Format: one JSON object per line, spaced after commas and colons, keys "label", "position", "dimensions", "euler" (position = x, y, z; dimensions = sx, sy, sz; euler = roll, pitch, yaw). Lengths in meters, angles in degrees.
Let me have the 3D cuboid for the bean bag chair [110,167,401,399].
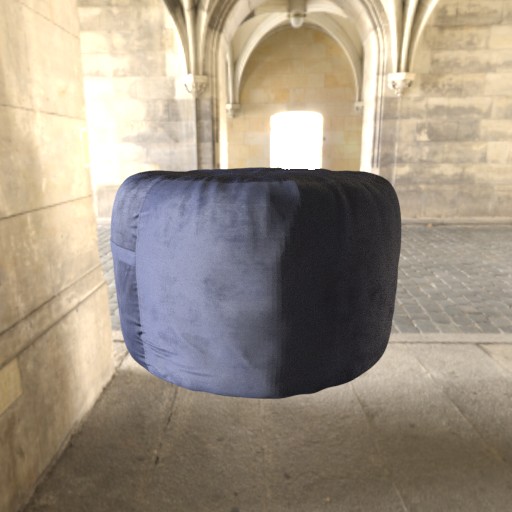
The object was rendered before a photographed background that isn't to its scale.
{"label": "bean bag chair", "position": [0.000, 0.000, 1.970], "dimensions": [1.219, 0.762, 1.219], "euler": [0, 13, 0]}
